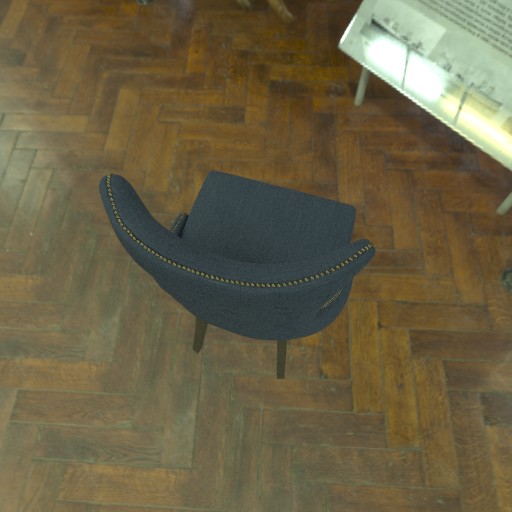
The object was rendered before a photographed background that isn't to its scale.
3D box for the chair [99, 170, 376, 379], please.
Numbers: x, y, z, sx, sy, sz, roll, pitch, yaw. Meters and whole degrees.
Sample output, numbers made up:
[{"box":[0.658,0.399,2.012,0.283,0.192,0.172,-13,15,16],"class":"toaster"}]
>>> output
[{"box":[0.000,0.000,1.389,0.628,0.967,0.635,16,63,8],"class":"chair"}]
